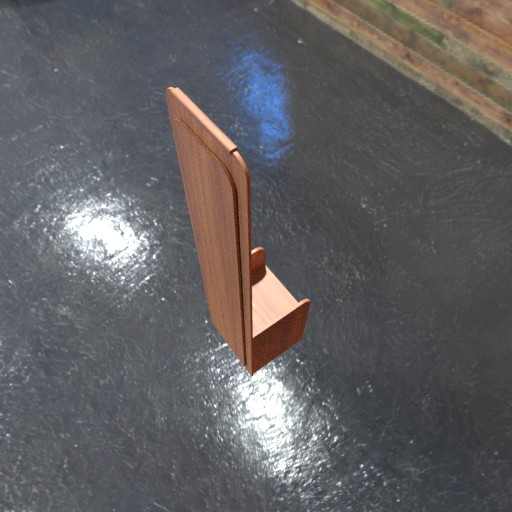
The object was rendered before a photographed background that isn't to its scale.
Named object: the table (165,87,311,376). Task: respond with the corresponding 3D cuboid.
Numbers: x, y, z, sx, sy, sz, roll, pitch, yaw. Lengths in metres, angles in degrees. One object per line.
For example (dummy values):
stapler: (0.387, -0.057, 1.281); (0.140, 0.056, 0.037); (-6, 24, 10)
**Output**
table: (0.000, 0.000, 2.100); (0.420, 1.830, 0.450); (-32, 63, -18)
